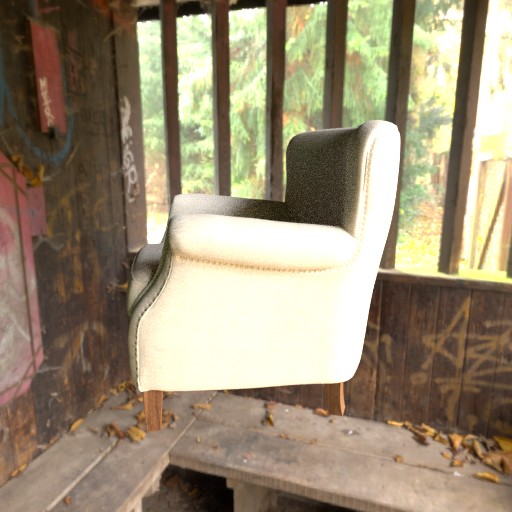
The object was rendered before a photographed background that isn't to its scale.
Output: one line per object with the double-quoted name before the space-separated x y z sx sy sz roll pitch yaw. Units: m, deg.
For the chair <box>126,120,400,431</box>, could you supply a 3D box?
"chair" 0.000 0.000 1.646 0.921 0.936 0.861 -2 13 -9
